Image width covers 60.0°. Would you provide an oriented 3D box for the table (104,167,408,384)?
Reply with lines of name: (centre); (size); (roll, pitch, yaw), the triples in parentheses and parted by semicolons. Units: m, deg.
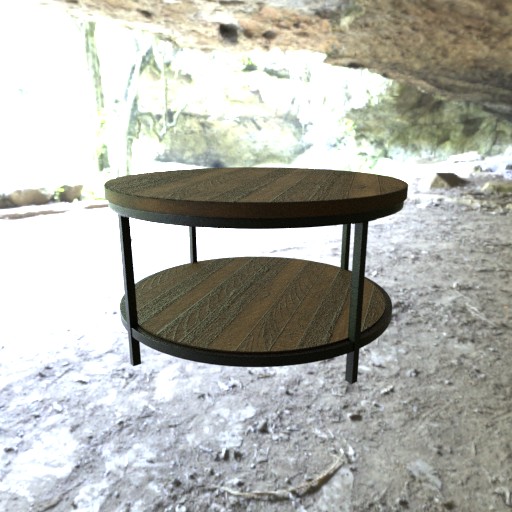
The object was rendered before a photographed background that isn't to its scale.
table: (0.000, 0.000, 1.346); (0.837, 0.462, 0.837); (0, 16, 0)
